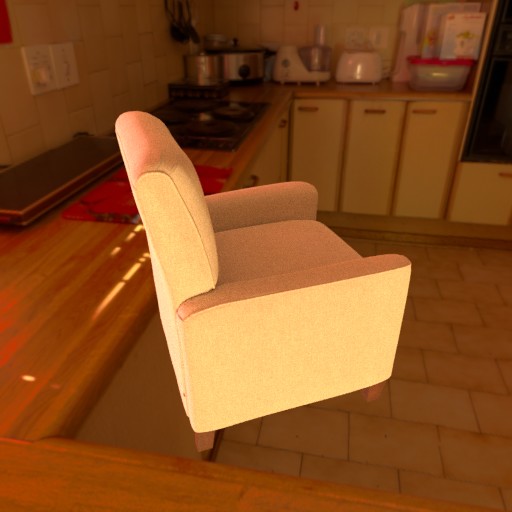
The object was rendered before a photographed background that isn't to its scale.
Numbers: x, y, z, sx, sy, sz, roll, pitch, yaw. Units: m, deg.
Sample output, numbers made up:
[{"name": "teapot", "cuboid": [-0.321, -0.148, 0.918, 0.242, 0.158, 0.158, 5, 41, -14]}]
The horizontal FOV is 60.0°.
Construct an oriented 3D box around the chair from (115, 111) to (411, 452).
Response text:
[{"name": "chair", "cuboid": [0.000, 0.000, 1.676, 0.859, 1.023, 0.845, -10, 31, -17]}]
